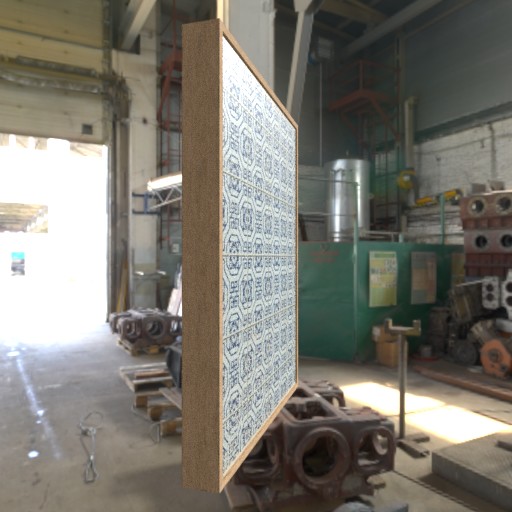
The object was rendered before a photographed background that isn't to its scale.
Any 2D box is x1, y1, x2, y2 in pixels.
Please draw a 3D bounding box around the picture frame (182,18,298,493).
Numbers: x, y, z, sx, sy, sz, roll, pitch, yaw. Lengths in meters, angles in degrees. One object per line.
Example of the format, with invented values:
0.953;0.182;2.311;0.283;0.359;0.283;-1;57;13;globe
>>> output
0.000;0.000;0.698;0.046;0.526;0.421;0;0;17;picture frame
